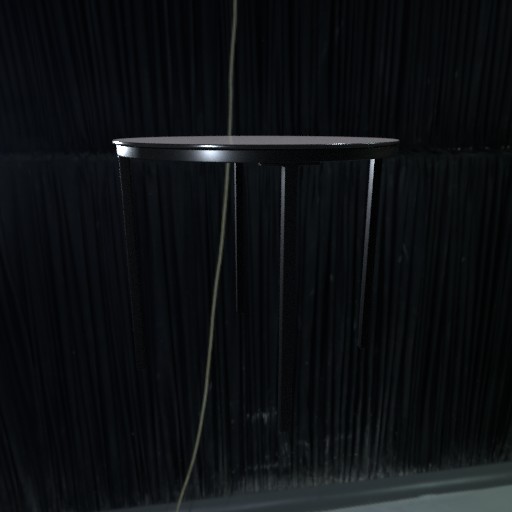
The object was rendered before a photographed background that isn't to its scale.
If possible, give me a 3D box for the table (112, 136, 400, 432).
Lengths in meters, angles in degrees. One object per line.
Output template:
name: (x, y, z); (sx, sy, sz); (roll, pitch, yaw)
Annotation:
table: (0.000, 0.000, 0.868); (0.499, 0.443, 0.499); (0, 16, 0)
